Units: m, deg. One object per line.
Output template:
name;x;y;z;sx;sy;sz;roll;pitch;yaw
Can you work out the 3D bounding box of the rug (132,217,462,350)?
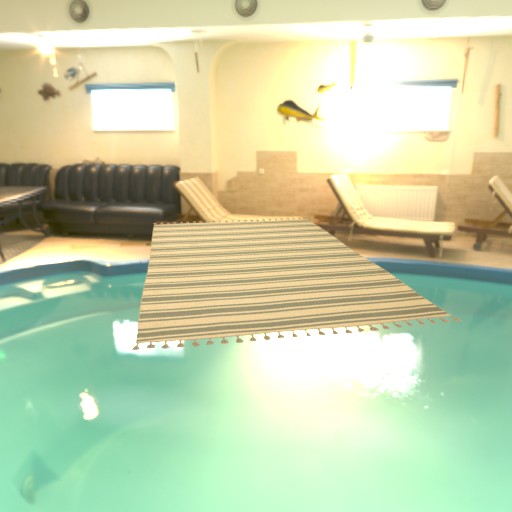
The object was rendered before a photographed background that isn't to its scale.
rug;0.000;0.000;2.548;1.222;0.009;2.084;-3;16;-10
